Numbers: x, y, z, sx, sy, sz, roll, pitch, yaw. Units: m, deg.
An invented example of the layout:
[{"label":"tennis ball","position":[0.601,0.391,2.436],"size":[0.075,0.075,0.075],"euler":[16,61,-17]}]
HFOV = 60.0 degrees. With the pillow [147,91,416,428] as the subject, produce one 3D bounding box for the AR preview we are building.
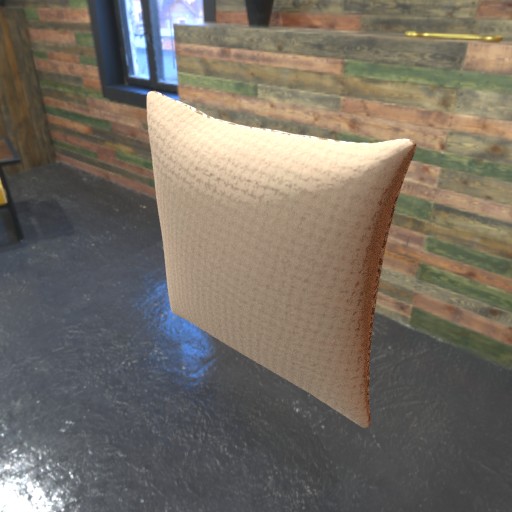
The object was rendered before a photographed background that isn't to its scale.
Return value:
[{"label":"pillow","position":[0.000,0.000,0.640],"size":[0.419,0.407,0.173],"euler":[23,37,34]}]
